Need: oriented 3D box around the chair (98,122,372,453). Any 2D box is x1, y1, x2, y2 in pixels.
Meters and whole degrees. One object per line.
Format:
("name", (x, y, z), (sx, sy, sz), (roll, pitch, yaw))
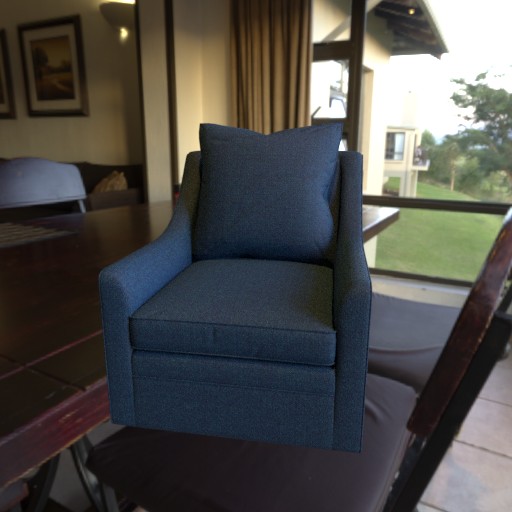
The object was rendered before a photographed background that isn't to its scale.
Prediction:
("chair", (0.000, 0.000, 1.590), (0.750, 0.939, 0.870), (3, 15, 10))
